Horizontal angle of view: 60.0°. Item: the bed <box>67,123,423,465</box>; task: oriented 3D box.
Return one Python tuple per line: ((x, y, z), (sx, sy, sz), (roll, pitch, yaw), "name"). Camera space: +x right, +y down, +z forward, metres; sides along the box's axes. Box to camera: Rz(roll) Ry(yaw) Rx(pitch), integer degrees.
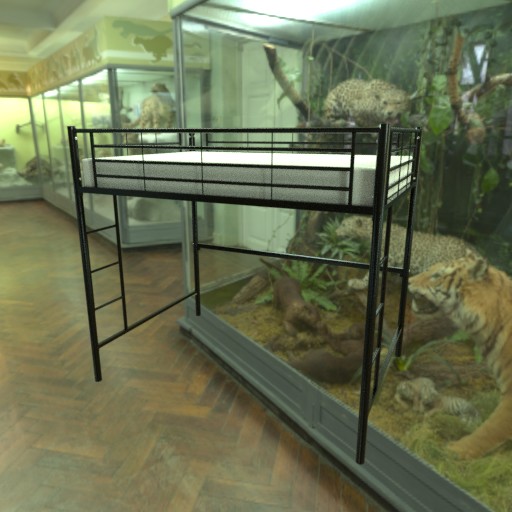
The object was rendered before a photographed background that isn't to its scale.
((0.000, 0.000, 3.213), (1.994, 1.803, 1.397), (7, 17, 25), "bed")
